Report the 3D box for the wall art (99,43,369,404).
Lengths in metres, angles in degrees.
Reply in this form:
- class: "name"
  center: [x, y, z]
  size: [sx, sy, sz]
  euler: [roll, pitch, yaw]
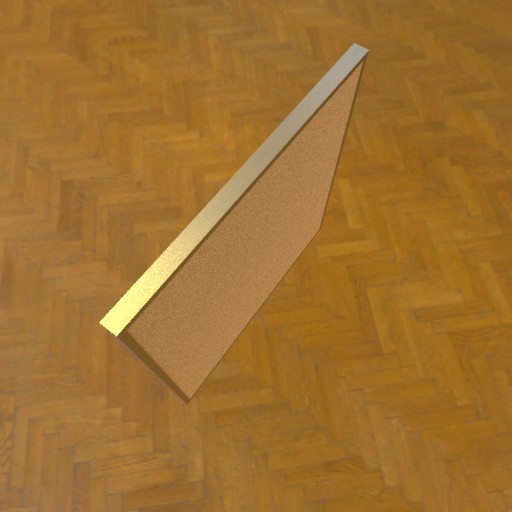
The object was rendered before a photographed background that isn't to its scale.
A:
- class: "wall art"
  center: [0.000, 0.000, 1.214]
  size: [0.038, 0.806, 0.806]
  euler: [33, 69, 15]
